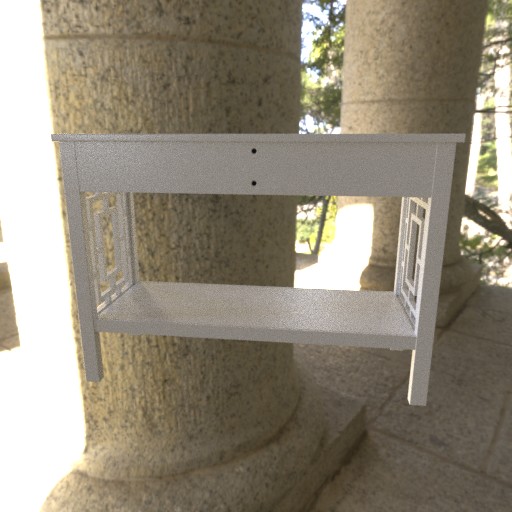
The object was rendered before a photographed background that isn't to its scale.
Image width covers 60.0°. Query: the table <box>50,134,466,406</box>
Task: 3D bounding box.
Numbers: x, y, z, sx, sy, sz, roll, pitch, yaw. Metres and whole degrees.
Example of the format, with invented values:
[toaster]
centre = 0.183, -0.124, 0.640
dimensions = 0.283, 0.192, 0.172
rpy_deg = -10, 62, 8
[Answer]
[table]
centre = 0.000, 0.000, 1.418
dimensions = 1.068, 0.753, 0.397
rpy_deg = 2, 15, 7
